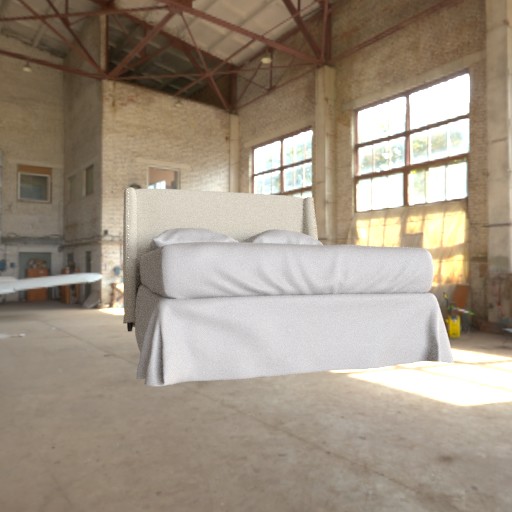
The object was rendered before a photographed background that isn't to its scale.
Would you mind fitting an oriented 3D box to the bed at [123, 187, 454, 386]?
[{"bbox_3d":[0.000,0.000,3.405,1.925,1.332,2.276,0,-2,-18],"label":"bed"}]
